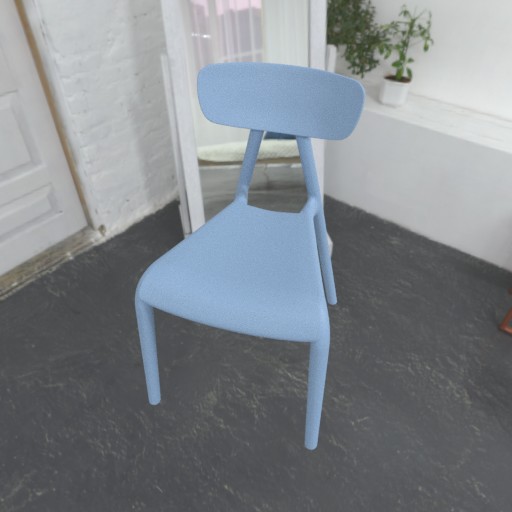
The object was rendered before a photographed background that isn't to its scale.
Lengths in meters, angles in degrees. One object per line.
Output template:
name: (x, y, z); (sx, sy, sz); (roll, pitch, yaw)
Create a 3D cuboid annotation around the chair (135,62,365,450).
chair: (0.000, 0.000, 0.834); (0.356, 0.580, 0.401); (11, 44, 12)
